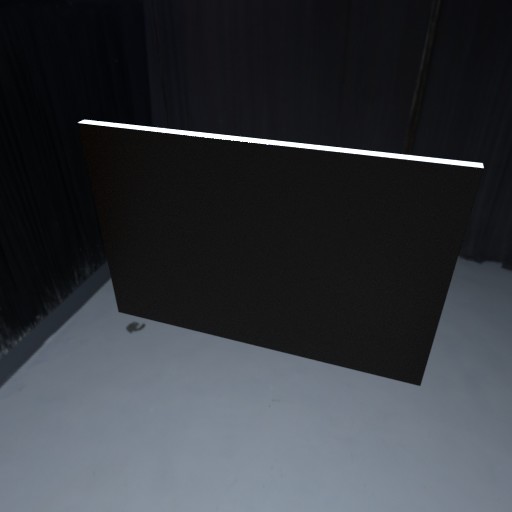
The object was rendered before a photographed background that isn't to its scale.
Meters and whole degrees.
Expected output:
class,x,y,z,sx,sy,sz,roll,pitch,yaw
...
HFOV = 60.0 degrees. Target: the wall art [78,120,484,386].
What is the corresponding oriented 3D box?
class,x,y,z,sx,sy,sz,roll,pitch,yaw
wall art,0.000,0.000,1.151,0.932,0.610,0.027,11,34,16
